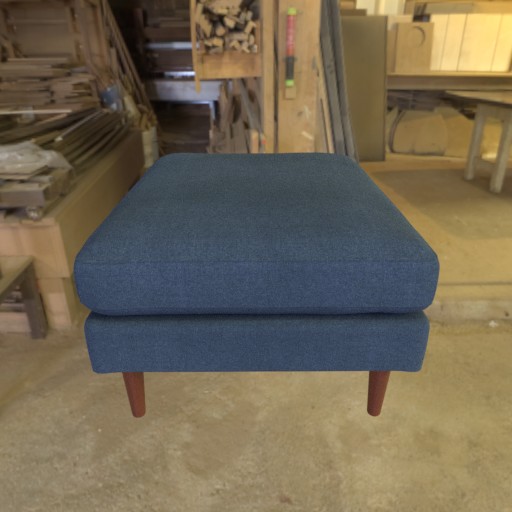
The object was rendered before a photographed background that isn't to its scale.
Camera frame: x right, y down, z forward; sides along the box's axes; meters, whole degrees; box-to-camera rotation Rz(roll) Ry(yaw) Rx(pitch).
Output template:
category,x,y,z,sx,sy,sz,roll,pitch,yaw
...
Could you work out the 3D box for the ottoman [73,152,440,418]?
category,x,y,z,sx,sy,sz,roll,pitch,yaw
ottoman,0.000,0.000,1.243,0.693,0.474,0.821,0,25,0
